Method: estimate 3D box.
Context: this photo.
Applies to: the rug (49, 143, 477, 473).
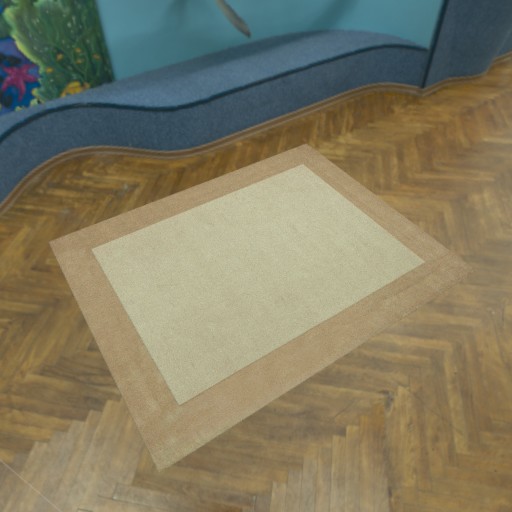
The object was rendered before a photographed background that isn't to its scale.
[{"bbox_3d":[0.000,0.000,4.022,3.048,0.014,2.438,-25,52,-22],"label":"rug"}]
